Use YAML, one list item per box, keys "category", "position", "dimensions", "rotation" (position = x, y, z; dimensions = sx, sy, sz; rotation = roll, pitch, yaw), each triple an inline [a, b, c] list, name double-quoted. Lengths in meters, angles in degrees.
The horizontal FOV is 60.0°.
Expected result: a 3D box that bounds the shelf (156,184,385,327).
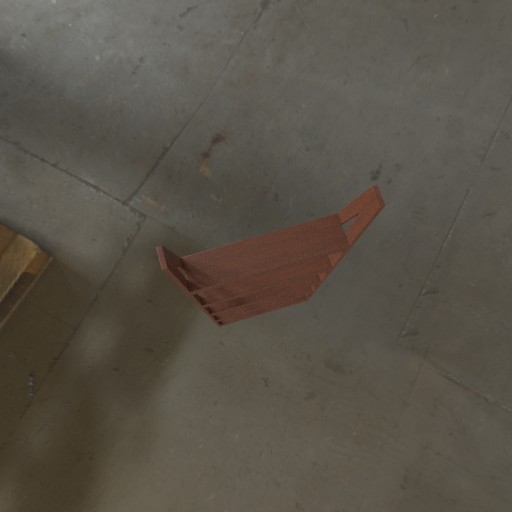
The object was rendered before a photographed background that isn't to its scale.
- category: "shelf"
  position: [0.000, 0.000, 2.025]
  dimensions: [0.600, 1.770, 0.350]
  rotation: [-16, 77, -4]
